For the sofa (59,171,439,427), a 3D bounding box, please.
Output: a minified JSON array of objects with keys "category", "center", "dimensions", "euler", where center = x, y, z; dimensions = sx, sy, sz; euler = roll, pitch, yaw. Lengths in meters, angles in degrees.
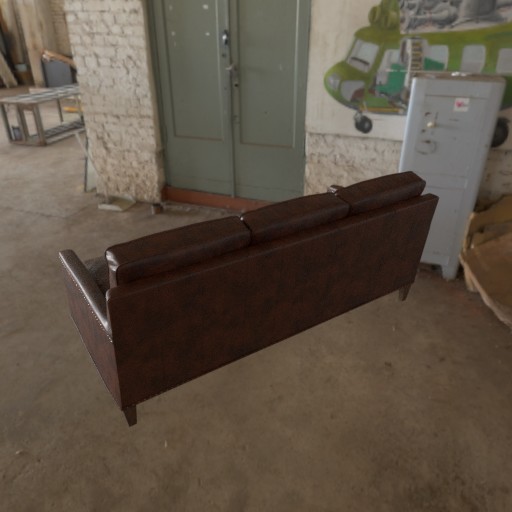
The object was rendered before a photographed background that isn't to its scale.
[{"category":"sofa","center":[0.000,0.000,2.900],"dimensions":[2.240,1.003,1.084],"euler":[-17,33,-29]}]
